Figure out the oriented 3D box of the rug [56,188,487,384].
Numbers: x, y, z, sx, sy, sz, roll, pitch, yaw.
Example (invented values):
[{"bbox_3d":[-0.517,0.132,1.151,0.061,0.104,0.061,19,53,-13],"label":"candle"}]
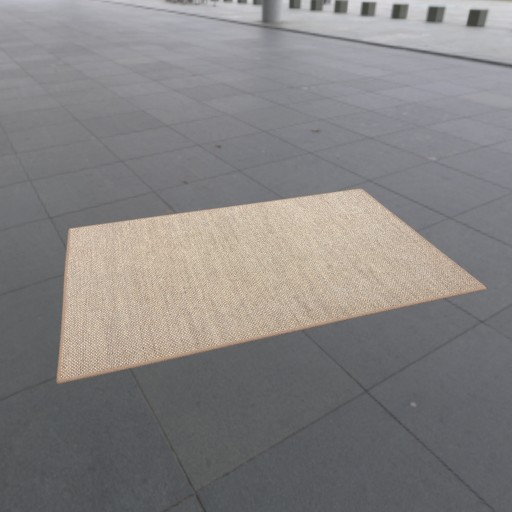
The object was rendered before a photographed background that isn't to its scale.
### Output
[{"bbox_3d":[0.000,0.000,2.038,1.668,0.012,1.061,-10,34,-15],"label":"rug"}]
